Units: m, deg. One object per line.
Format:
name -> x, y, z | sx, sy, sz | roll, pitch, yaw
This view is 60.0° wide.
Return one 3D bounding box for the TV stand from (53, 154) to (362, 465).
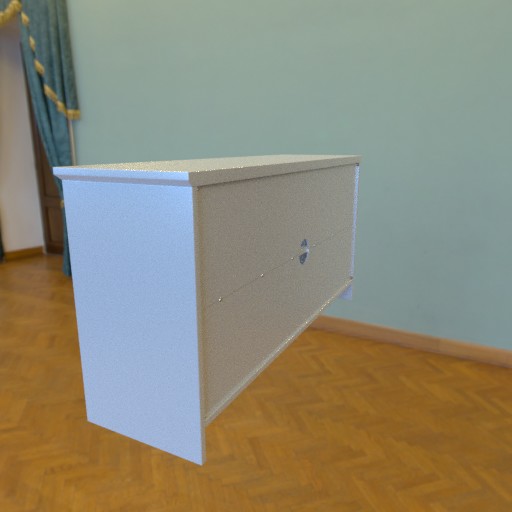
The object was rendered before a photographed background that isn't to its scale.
TV stand -> 0.000, 0.000, 1.417 | 0.344, 0.603, 1.167 | 7, 16, 27
